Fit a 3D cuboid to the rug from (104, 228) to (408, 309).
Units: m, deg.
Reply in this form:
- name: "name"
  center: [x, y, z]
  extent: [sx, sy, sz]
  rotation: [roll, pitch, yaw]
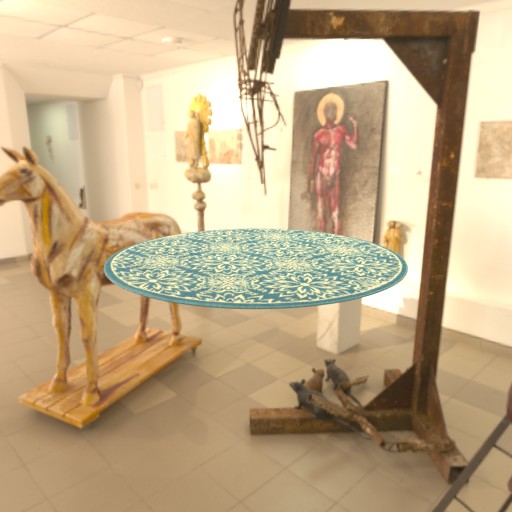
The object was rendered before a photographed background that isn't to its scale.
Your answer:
- name: "rug"
  center: [0.000, 0.000, 2.445]
  extent: [1.593, 0.012, 1.593]
  rotation: [0, 14, 0]
